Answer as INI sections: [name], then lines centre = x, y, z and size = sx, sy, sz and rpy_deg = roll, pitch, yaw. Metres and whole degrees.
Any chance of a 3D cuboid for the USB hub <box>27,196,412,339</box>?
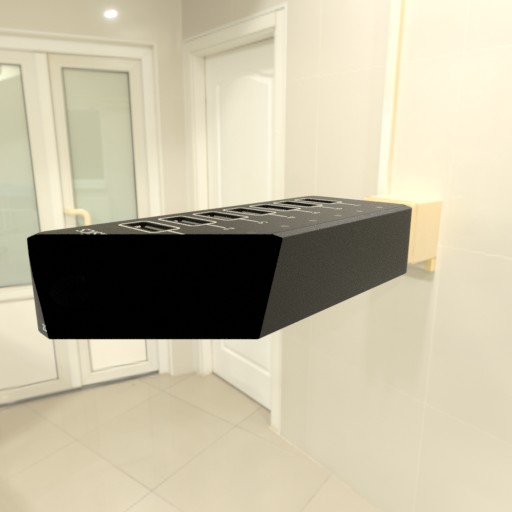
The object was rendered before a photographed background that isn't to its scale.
[USB hub]
centre = 0.000, 0.000, 0.127
size = 0.044, 0.023, 0.110
rpy_deg = 13, 19, 42
